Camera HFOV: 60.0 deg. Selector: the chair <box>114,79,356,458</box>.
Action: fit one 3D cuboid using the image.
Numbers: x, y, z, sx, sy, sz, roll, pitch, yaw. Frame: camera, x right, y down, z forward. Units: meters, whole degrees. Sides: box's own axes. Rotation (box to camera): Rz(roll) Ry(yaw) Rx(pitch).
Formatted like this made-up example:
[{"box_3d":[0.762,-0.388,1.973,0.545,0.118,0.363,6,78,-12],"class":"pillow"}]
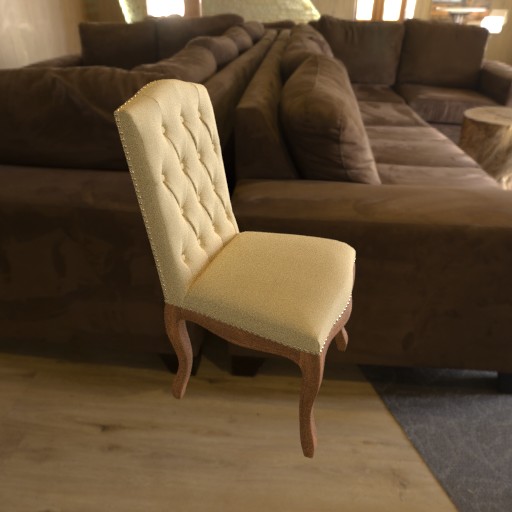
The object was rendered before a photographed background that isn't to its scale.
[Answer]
[{"box_3d":[0.000,0.000,1.600,0.715,1.165,0.623,11,32,18],"class":"chair"}]
